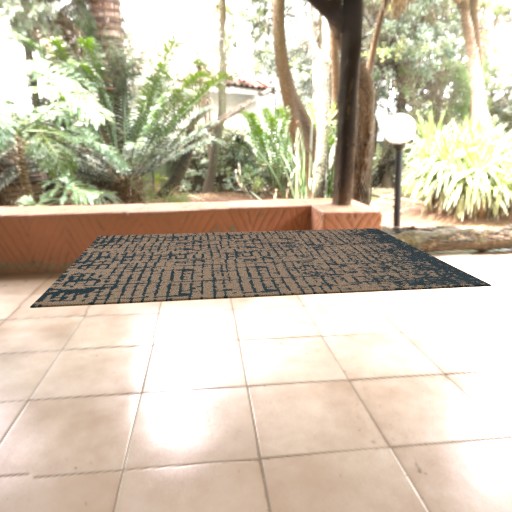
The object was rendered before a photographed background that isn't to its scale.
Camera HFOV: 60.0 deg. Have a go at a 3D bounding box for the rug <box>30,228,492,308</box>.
[{"bbox_3d":[0.000,0.000,2.316,1.828,0.007,1.220,-2,15,-7],"label":"rug"}]
